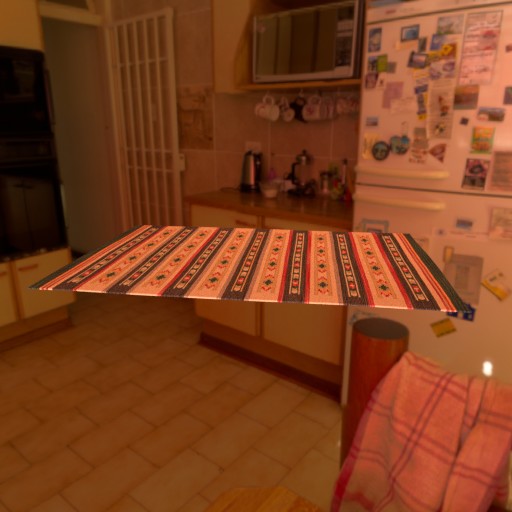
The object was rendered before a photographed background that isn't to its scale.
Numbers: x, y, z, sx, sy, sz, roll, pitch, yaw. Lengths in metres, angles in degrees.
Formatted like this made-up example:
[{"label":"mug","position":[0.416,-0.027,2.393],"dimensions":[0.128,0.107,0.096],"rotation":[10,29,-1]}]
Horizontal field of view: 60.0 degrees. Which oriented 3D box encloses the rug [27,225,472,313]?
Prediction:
[{"label":"rug","position":[0.000,0.000,2.363],"dimensions":[1.825,0.009,1.221],"rotation":[2,17,8]}]
